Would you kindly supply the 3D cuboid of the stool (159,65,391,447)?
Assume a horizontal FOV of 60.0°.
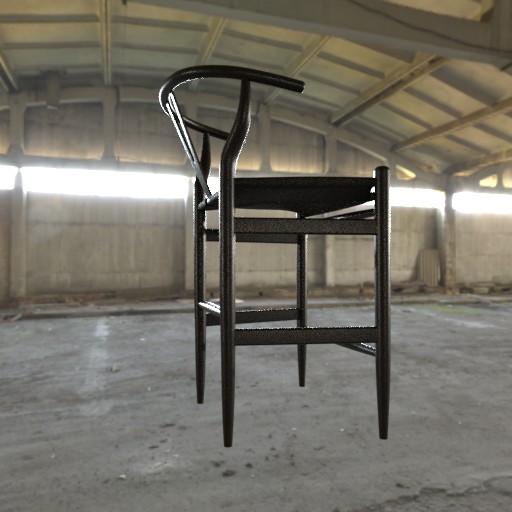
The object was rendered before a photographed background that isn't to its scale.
[{"bbox_3d":[0.000,0.000,1.347,0.579,0.970,0.569,0,-1,-18],"label":"stool"}]
